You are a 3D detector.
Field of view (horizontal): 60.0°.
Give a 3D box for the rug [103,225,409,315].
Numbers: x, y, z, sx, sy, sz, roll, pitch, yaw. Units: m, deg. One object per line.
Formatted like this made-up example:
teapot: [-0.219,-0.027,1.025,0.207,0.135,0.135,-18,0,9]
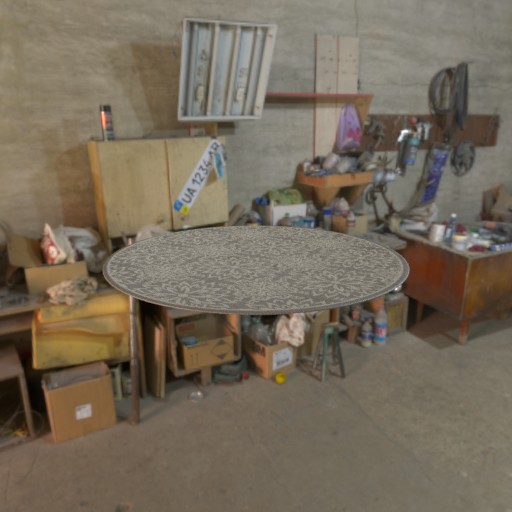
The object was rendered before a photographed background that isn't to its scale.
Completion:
rug: [0.000,0.000,2.426,1.593,0.012,1.593,0,16,0]
